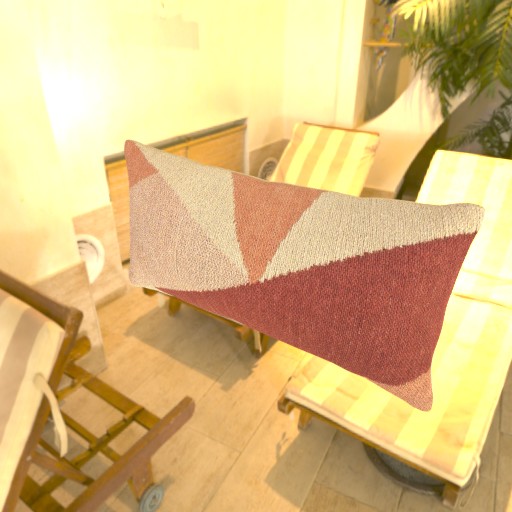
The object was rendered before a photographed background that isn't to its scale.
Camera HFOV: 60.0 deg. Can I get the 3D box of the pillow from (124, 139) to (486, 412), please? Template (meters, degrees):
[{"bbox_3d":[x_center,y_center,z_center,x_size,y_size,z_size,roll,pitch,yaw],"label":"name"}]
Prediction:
[{"bbox_3d":[0.000,0.000,0.708,0.609,0.292,0.155,18,33,29],"label":"pillow"}]
